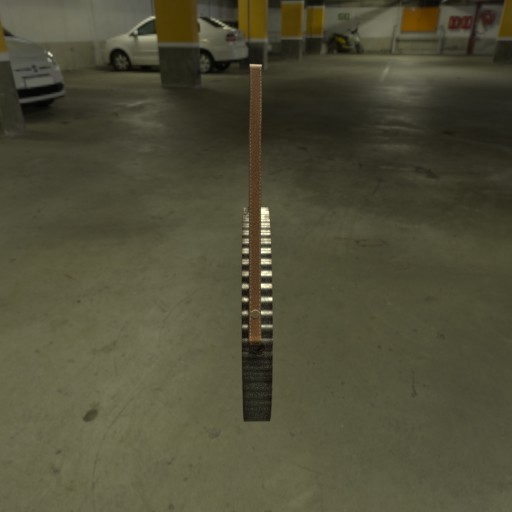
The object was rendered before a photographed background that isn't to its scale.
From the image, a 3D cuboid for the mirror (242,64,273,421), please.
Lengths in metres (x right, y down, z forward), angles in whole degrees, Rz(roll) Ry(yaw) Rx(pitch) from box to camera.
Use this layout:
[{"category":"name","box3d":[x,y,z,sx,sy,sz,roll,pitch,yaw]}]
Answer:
[{"category":"mirror","box3d":[0.000,0.000,0.713,0.042,0.568,0.355,0,27,-1]}]
